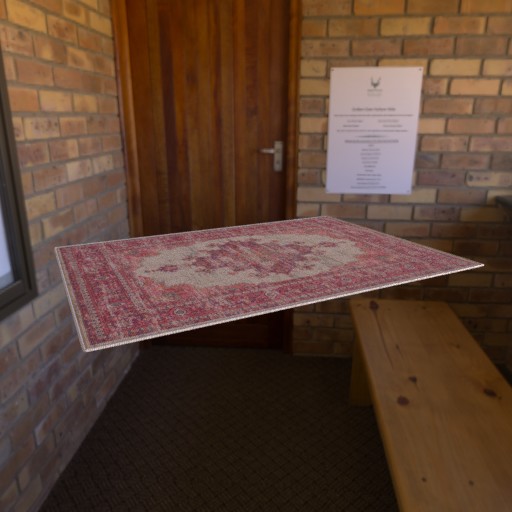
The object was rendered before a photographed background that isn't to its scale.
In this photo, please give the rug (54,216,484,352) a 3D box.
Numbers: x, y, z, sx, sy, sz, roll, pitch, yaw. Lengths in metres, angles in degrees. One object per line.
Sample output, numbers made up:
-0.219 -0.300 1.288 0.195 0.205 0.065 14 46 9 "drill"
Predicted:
0.000 0.000 3.586 2.878 0.014 2.005 -9 19 -26 "rug"
